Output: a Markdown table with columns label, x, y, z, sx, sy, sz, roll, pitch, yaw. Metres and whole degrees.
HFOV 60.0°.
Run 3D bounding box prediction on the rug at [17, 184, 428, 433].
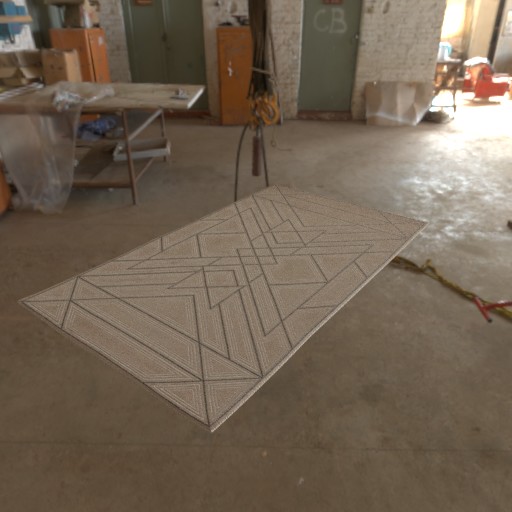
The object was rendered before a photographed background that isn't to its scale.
| label | x | y | z | sx | sy | sz | roll | pitch | yaw |
| --- | --- | --- | --- | --- | --- | --- | --- | --- | --- |
| rug | 0.000 | 0.000 | 1.028 | 0.511 | 0.008 | 0.869 | 20 | 34 | 32 |
